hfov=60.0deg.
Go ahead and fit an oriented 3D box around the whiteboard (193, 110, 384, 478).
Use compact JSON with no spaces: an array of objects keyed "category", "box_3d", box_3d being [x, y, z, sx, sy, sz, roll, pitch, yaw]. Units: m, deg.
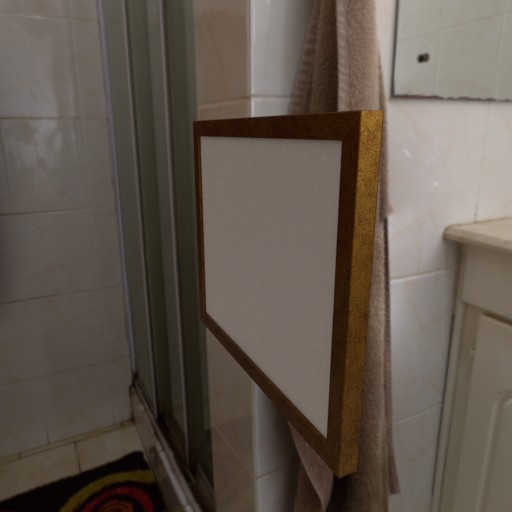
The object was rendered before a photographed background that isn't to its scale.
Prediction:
[{"category":"whiteboard","box_3d":[0.000,0.000,0.766,0.029,0.457,0.561,-7,17,-25]}]
